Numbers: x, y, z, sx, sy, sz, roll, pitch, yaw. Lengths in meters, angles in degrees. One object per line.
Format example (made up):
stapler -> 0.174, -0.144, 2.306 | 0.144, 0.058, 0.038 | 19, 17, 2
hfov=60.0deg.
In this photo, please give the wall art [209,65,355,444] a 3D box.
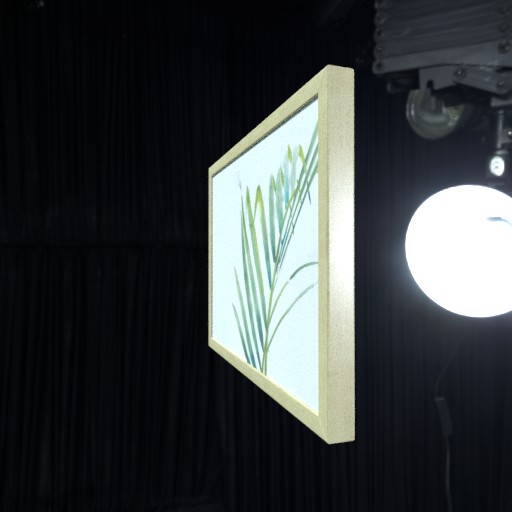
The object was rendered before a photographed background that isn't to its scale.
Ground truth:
wall art -> 0.000, 0.000, 0.701 | 0.032, 0.381, 0.533 | 0, -1, -19
